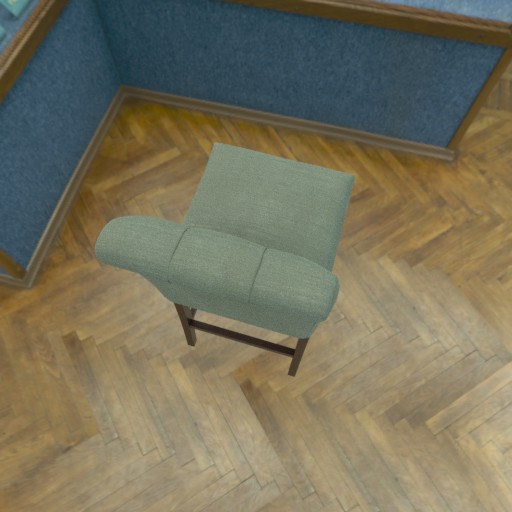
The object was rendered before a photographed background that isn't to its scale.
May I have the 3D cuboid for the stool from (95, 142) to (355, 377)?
[{"bbox_3d":[0.000,0.000,1.410,0.486,1.084,0.660,15,65,7],"label":"stool"}]
